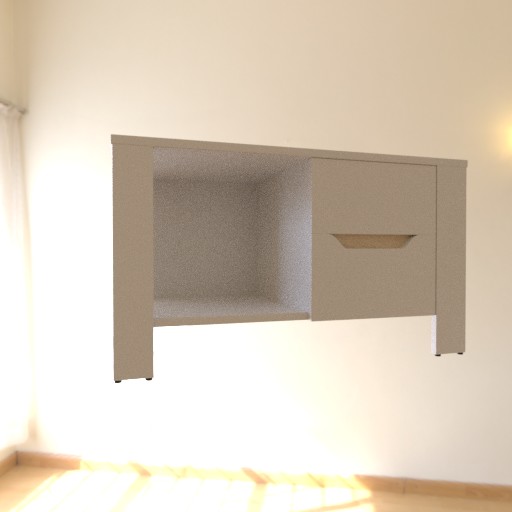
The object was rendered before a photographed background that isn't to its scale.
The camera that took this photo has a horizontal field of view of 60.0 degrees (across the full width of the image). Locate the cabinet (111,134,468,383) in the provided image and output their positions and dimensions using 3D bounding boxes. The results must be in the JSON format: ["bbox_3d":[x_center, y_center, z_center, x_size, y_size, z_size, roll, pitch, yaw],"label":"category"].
[{"bbox_3d":[0.000,0.000,1.313,0.800,0.460,0.800,0,1,-17],"label":"cabinet"}]
